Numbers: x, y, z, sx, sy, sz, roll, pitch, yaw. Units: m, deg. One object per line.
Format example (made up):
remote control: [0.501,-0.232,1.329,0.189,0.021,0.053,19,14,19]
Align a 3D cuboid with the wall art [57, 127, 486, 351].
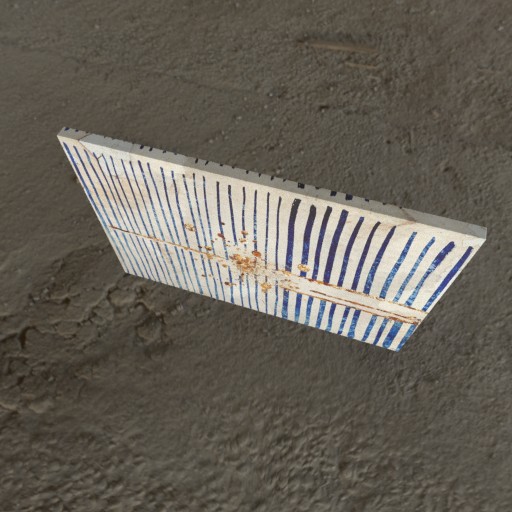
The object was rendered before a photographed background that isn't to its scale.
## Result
wall art: [0.000,0.000,1.461,1.143,0.757,0.038,15,59,9]
